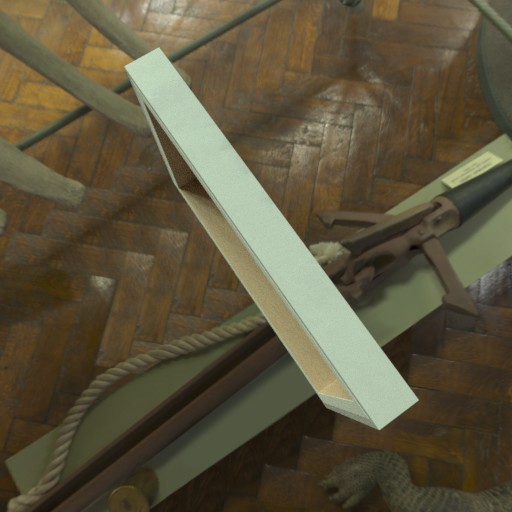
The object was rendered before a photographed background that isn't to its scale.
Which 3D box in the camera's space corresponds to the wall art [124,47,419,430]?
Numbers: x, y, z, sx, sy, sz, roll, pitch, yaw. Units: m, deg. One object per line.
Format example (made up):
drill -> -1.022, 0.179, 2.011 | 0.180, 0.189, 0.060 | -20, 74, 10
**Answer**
wall art -> 0.000, 0.000, 0.494 | 0.038, 0.254, 0.381 | -33, 77, -9
